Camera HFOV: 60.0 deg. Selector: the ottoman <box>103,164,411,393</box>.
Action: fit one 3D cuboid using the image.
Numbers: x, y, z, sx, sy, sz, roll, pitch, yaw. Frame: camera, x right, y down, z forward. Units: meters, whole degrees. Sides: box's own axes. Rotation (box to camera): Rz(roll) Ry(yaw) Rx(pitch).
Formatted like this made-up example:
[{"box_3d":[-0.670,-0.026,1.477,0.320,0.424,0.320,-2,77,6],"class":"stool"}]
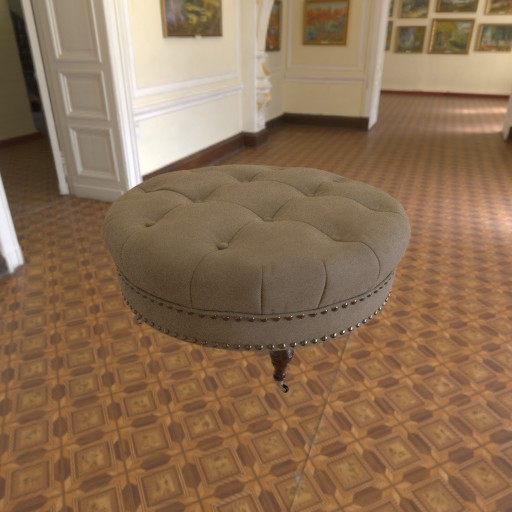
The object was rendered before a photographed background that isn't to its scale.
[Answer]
[{"box_3d":[0.000,0.000,1.414,0.901,0.439,0.901,0,26,0],"class":"ottoman"}]
